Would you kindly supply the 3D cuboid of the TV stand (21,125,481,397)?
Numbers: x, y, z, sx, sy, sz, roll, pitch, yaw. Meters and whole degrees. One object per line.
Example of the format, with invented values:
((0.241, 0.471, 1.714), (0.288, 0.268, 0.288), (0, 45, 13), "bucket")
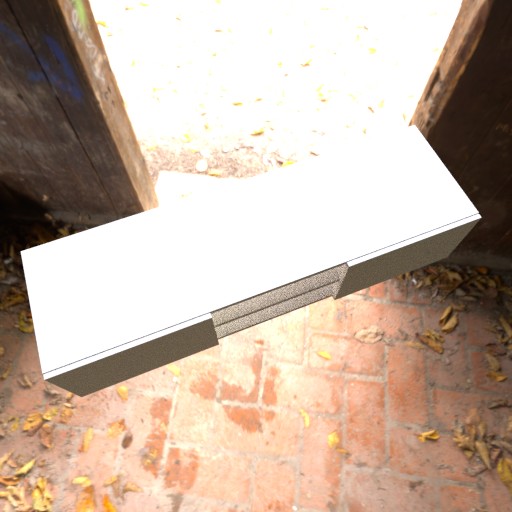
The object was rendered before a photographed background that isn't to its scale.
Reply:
((0.000, 0.000, 1.537), (1.400, 0.310, 0.420), (-19, 65, -9), "TV stand")
